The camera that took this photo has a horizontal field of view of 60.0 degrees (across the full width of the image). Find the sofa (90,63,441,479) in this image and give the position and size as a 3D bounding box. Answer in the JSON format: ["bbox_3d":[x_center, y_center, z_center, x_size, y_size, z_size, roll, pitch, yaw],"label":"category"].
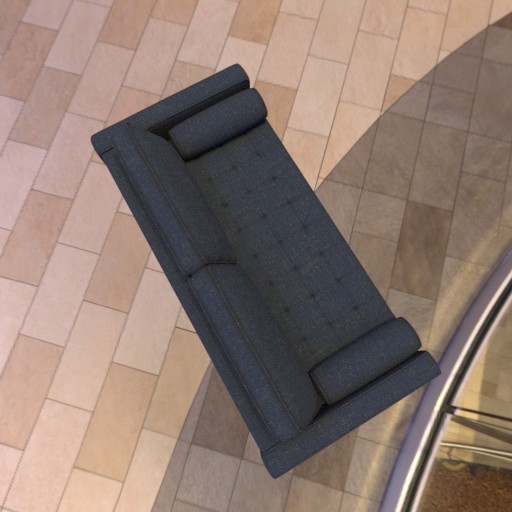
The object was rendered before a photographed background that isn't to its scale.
[{"bbox_3d":[0.000,0.000,2.315,0.914,0.762,1.880,-29,78,-7],"label":"sofa"}]
